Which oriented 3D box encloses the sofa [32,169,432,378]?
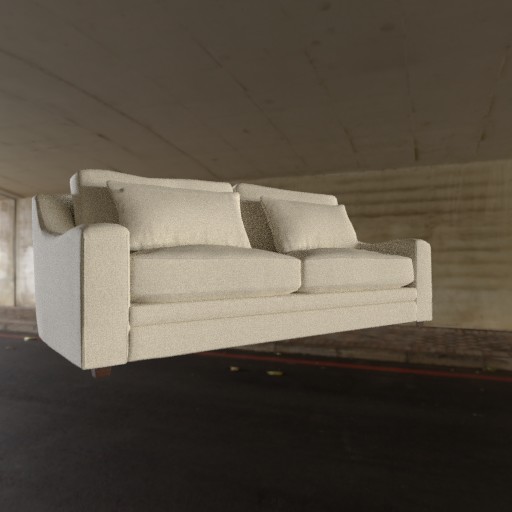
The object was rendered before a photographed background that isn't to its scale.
[{"bbox_3d":[0.000,0.000,2.870,2.470,1.022,1.009,0,-1,-36],"label":"sofa"}]
